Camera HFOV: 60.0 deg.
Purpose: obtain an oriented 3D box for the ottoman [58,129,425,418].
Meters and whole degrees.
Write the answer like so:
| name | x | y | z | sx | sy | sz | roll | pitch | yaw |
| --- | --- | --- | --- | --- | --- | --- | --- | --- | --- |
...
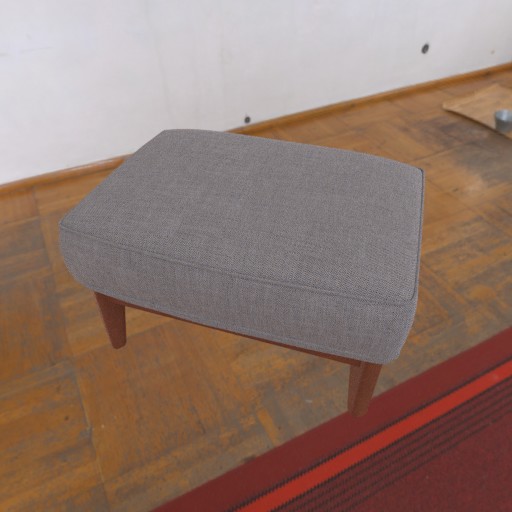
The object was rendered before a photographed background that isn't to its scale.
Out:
| name | x | y | z | sx | sy | sz | roll | pitch | yaw |
| --- | --- | --- | --- | --- | --- | --- | --- | --- | --- |
| ottoman | 0.000 | 0.000 | 1.129 | 0.750 | 0.458 | 0.555 | 12 | 43 | 13 |
